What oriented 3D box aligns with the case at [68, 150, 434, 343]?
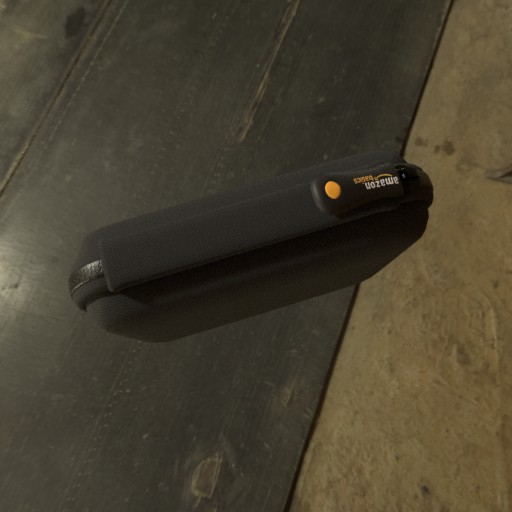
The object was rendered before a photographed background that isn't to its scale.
[{"bbox_3d":[0.000,0.000,0.179,0.132,0.105,0.038,-17,76,-4],"label":"case"}]
